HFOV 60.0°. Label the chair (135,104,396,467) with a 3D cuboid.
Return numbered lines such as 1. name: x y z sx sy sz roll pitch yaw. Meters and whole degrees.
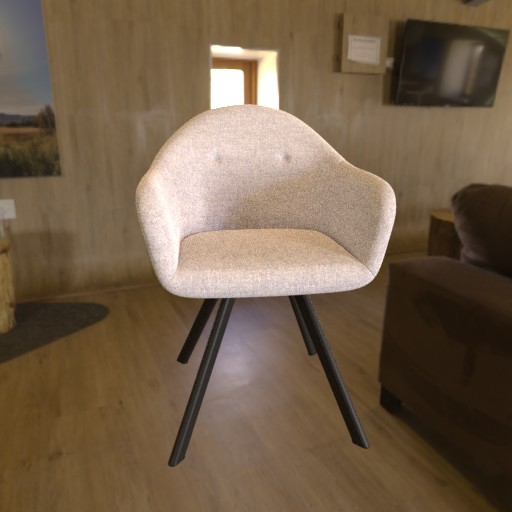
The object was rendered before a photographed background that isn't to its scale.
1. chair: 0.000 0.000 1.160 0.540 0.780 0.570 -2 16 -7
